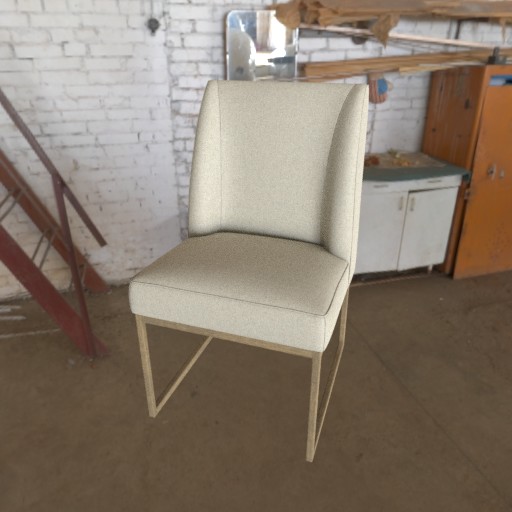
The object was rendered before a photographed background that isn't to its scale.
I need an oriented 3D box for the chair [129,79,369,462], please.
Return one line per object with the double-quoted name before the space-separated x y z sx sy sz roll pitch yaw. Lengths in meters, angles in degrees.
"chair" 0.000 0.000 1.219 0.508 0.863 0.522 9 27 17
